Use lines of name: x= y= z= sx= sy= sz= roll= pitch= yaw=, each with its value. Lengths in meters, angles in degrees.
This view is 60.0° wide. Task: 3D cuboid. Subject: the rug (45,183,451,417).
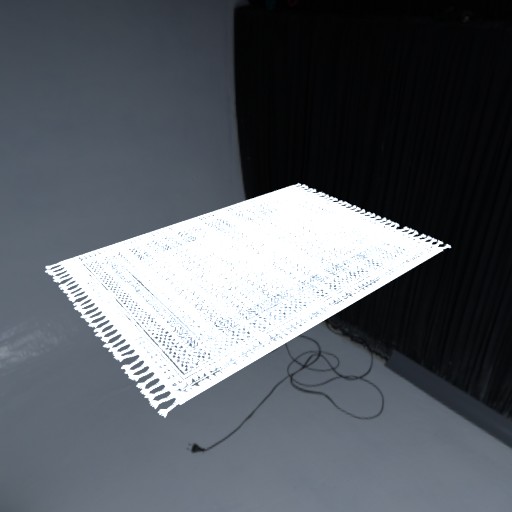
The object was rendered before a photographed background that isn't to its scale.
rug: x=0.000 y=0.000 z=2.409 sx=1.872 sy=0.013 sz=1.243 roll=-23 pitch=38 yaw=-33
